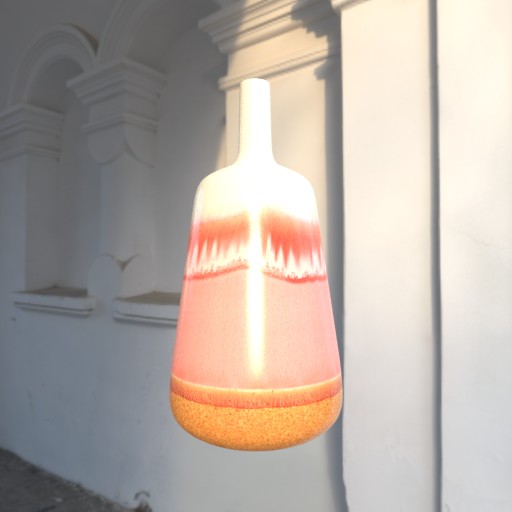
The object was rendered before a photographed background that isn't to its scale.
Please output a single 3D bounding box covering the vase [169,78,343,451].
[{"bbox_3d":[0.000,0.000,0.379,0.144,0.296,0.144,0,-1,0],"label":"vase"}]
